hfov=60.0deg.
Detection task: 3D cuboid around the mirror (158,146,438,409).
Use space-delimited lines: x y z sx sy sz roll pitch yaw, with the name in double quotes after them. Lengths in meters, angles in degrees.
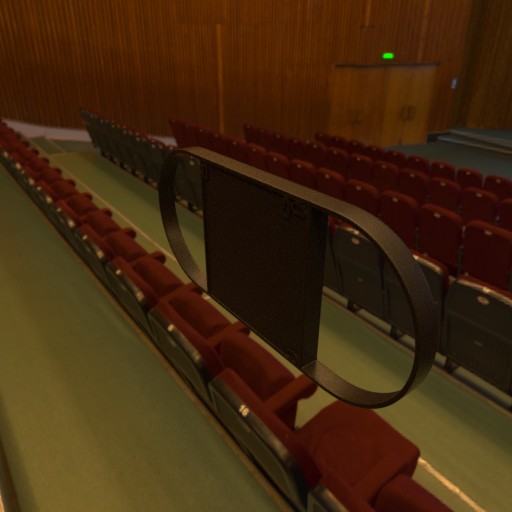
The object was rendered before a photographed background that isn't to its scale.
0.000 0.000 0.662 0.032 0.254 0.584 -19 33 -32 "mirror"
